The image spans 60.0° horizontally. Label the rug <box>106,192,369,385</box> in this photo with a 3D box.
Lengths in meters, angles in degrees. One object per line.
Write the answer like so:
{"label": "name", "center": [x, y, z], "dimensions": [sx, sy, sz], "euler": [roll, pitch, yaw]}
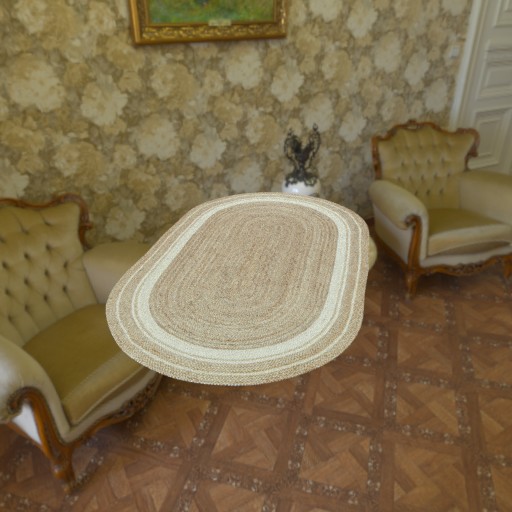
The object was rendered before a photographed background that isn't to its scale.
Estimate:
{"label": "rug", "center": [0.000, 0.000, 3.066], "dimensions": [1.520, 0.006, 2.432], "euler": [7, 30, 13]}
